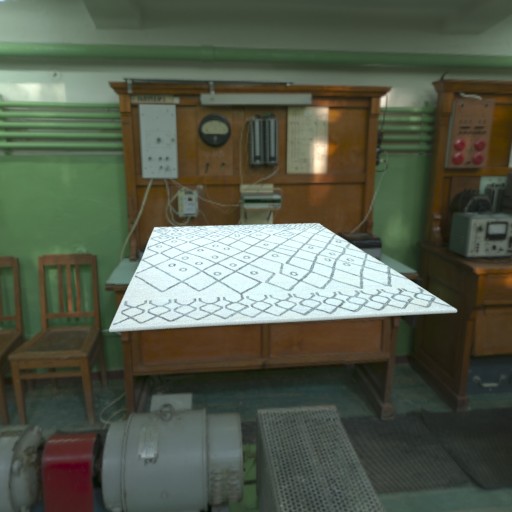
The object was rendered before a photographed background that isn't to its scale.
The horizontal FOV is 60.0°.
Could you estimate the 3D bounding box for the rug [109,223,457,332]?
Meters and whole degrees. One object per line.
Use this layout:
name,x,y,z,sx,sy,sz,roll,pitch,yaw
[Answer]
rug,0.000,0.000,2.396,1.222,0.015,1.828,-2,14,-8
